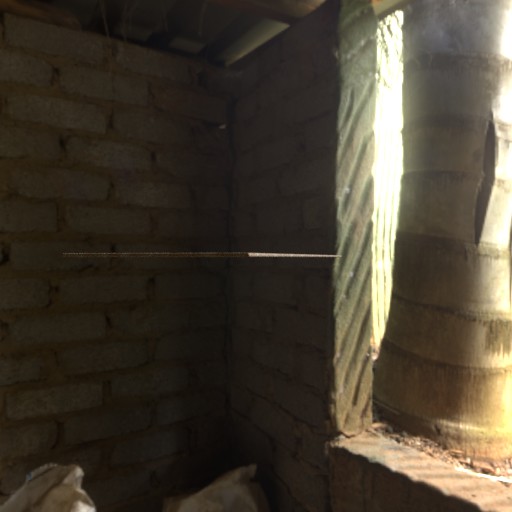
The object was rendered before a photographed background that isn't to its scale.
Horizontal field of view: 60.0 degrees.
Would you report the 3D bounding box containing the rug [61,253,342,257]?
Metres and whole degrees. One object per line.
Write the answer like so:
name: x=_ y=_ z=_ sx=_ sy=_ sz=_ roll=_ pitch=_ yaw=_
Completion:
rug: x=0.000 y=0.000 z=2.523 sx=0.691 sy=0.013 sz=2.289 roll=0 pitch=0 yaw=18
